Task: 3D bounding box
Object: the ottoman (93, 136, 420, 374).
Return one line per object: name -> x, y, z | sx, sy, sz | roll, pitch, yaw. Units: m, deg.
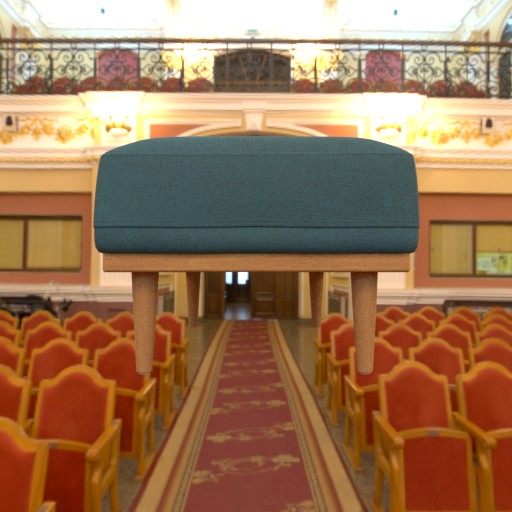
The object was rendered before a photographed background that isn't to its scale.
ottoman -> 0.000, 0.000, 1.082 | 0.549, 0.428, 0.749 | 0, -2, 0
